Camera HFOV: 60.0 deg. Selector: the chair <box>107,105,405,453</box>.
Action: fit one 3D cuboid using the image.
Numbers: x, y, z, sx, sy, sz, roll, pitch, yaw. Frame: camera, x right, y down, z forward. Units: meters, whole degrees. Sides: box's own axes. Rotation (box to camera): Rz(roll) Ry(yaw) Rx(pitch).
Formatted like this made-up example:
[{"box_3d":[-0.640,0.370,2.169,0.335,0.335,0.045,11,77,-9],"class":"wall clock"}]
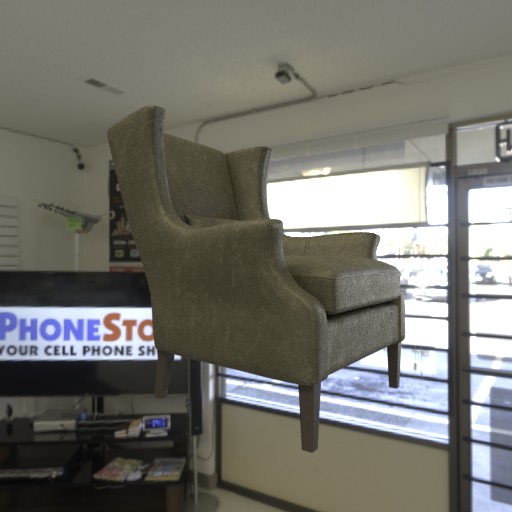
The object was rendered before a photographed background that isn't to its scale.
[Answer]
[{"box_3d":[0.000,0.000,1.680,0.926,1.016,0.853,0,0,35],"class":"chair"}]
